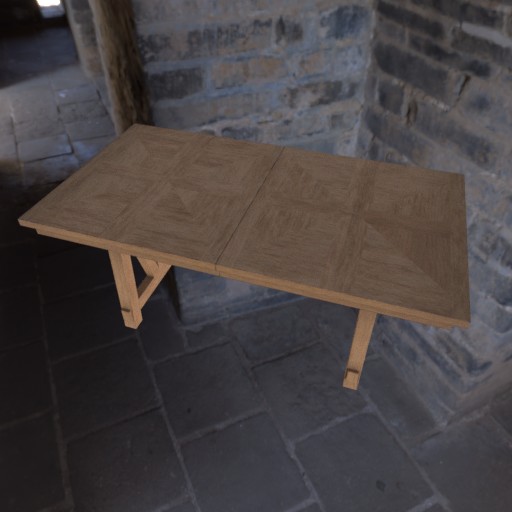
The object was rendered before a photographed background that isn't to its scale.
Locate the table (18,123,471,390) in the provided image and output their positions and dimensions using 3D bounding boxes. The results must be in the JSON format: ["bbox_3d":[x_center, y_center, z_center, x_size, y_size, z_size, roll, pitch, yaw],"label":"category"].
[{"bbox_3d":[0.000,0.000,2.351,1.881,0.768,1.016,12,43,14],"label":"table"}]
